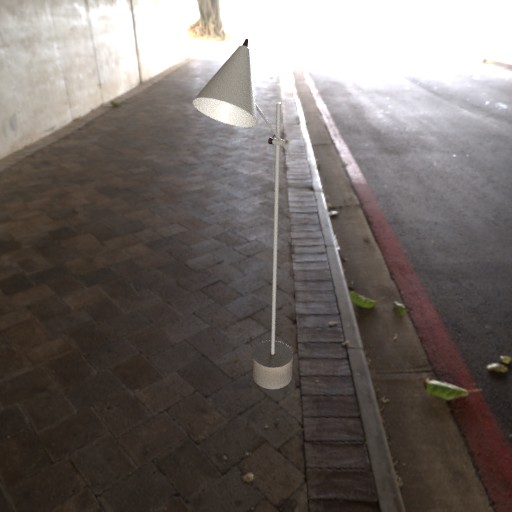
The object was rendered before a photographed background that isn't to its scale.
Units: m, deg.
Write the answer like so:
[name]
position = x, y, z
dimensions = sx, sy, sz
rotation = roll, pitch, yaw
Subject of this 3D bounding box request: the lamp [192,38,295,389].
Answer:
[lamp]
position = 0.000, 0.000, 1.614
dimensions = 0.223, 1.430, 0.508
rotation = 18, 34, 30
